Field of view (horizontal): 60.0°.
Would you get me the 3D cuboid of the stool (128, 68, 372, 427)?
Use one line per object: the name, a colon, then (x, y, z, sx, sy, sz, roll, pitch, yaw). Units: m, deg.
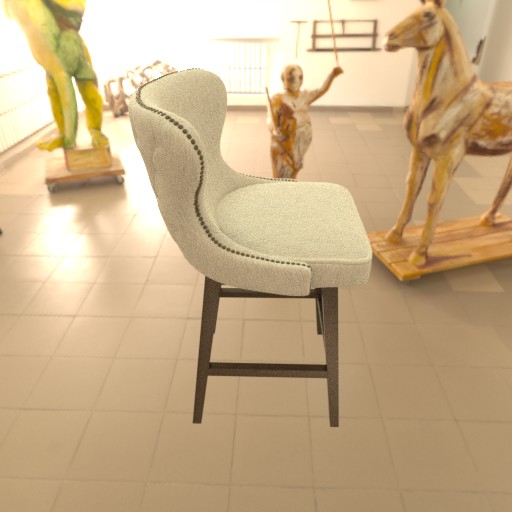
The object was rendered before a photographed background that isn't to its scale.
stool: (0.000, 0.000, 1.326, 0.597, 0.972, 0.615, 1, 32, 1)
